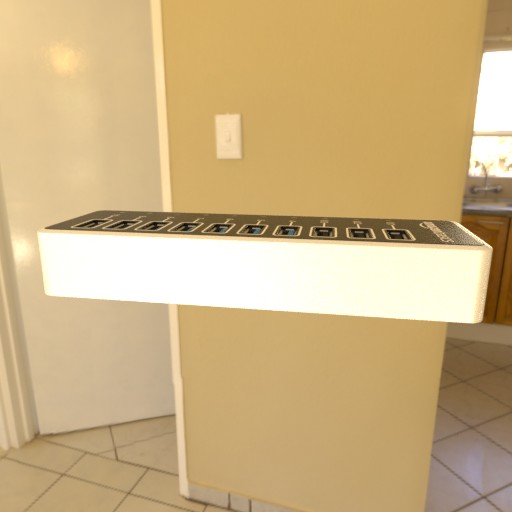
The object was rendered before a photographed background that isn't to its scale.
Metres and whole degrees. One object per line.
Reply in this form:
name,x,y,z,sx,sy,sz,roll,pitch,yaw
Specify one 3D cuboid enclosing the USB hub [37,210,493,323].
USB hub,0.000,0.000,0.160,0.145,0.023,0.044,3,15,10
